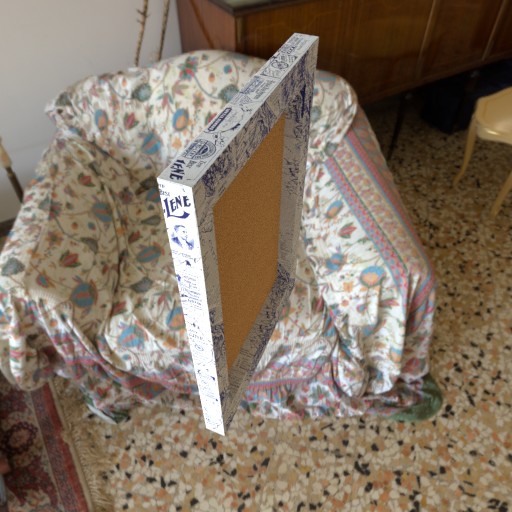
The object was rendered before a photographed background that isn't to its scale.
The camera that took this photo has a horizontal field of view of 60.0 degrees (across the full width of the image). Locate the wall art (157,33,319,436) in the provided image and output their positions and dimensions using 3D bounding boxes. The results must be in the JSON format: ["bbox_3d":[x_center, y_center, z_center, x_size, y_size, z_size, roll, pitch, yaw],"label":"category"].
[{"bbox_3d":[0.000,0.000,0.775,0.040,0.601,0.408,17,49,15],"label":"wall art"}]
